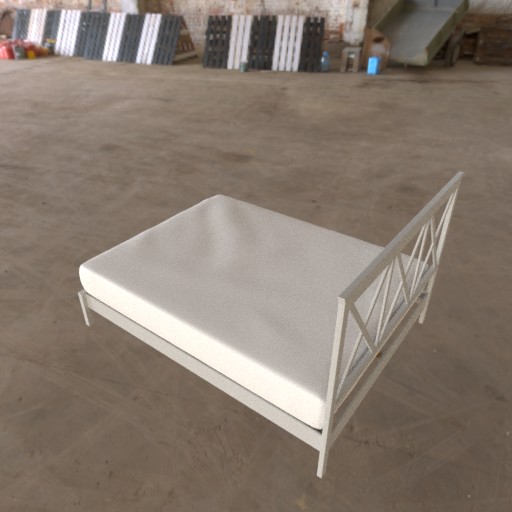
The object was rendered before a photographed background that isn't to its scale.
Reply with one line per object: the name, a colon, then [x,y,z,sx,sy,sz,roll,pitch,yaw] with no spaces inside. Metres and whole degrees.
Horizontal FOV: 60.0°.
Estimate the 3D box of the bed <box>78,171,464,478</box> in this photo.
bed: [0.000,0.000,3.198,2.135,1.253,1.673,22,38,30]
